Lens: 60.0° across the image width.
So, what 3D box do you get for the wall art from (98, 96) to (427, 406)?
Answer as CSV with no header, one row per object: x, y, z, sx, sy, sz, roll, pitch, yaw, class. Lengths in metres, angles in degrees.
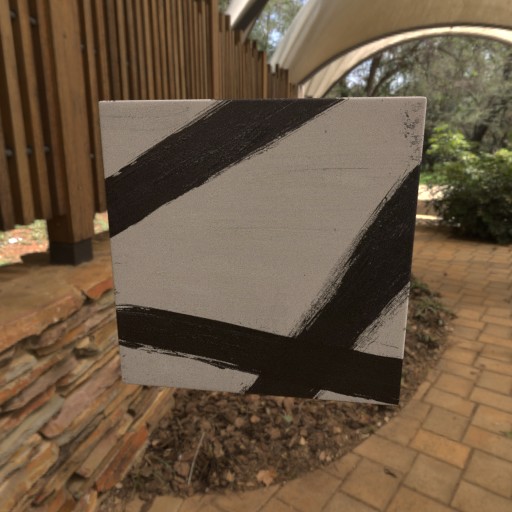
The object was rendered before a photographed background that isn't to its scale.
0.000,0.000,0.763,0.507,0.508,0.050,2,15,8,wall art
